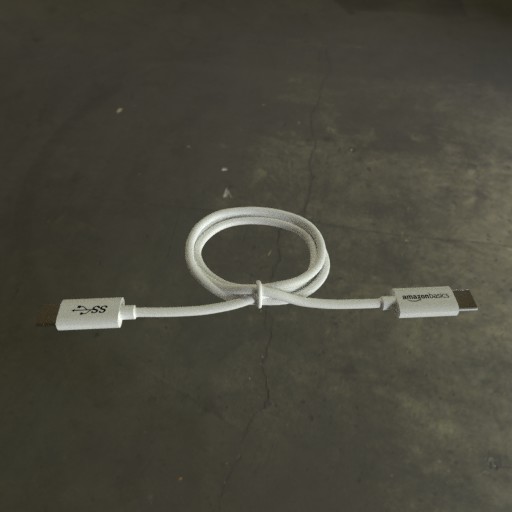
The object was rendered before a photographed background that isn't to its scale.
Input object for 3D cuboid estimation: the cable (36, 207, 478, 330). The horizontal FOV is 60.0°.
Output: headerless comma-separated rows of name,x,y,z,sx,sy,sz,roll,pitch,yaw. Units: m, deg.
cable,0.000,0.000,0.207,0.186,0.014,0.070,-2,47,-2
